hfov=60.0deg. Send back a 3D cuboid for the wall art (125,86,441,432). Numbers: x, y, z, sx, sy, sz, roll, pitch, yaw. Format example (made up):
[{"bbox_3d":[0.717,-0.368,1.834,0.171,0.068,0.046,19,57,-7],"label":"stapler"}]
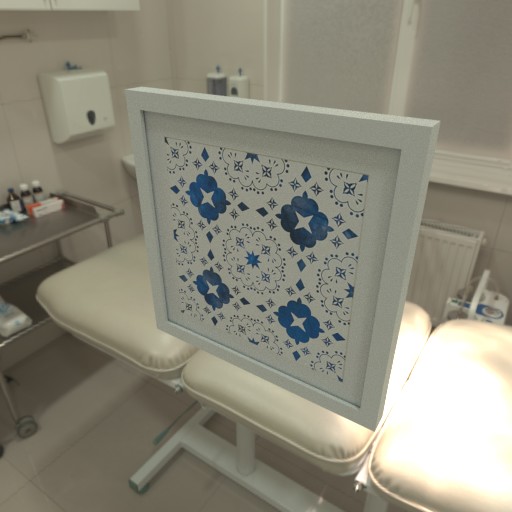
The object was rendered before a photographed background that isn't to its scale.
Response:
[{"bbox_3d":[0.000,0.000,0.534,0.355,0.355,0.027,18,33,29],"label":"wall art"}]
